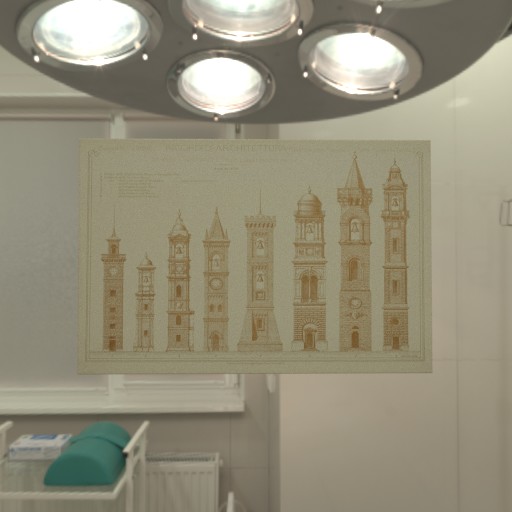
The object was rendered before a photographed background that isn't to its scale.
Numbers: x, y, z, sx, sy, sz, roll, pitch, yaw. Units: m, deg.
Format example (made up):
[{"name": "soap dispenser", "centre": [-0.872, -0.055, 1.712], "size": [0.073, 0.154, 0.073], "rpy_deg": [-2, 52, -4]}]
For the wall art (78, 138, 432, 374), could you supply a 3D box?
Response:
[{"name": "wall art", "centre": [0.000, 0.000, 1.165], "size": [0.915, 0.608, 0.033], "rpy_deg": [0, -1, -1]}]
